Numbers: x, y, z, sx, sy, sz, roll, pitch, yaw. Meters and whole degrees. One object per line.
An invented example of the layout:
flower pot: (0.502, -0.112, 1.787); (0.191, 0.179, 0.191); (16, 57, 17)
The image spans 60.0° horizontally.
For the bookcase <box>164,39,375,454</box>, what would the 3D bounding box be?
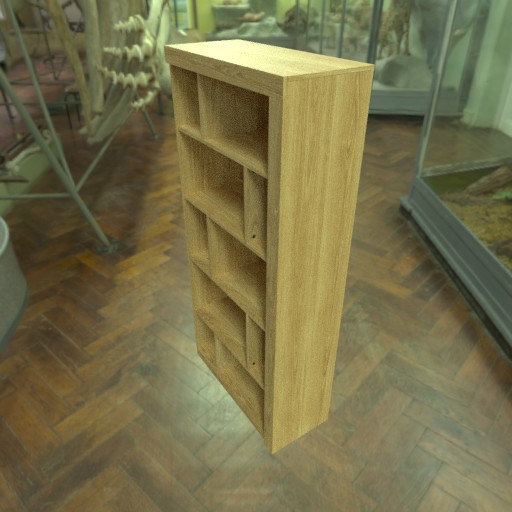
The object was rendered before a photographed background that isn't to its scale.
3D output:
bookcase: (0.000, 0.000, 2.412); (0.420, 2.020, 0.950); (-20, 37, -28)
